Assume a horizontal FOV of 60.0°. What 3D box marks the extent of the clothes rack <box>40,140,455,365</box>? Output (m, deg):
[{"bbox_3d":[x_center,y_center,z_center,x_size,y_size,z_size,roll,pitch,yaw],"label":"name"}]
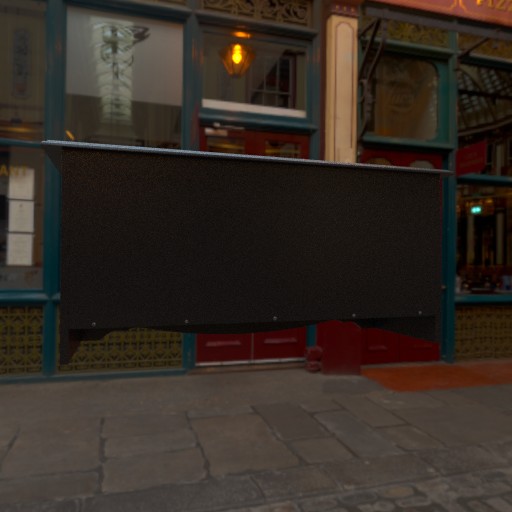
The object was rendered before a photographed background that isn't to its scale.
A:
[{"bbox_3d":[0.000,0.000,1.443,1.219,0.556,0.406,0,-1,-17],"label":"clothes rack"}]
